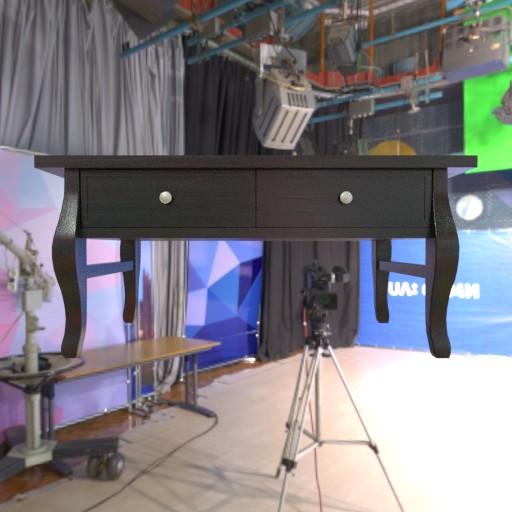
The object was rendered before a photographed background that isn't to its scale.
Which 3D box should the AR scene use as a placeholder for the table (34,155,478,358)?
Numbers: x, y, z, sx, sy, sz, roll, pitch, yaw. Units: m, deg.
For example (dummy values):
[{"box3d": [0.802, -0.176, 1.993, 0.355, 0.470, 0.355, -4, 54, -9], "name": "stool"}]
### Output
[{"box3d": [0.000, 0.000, 1.356, 1.062, 0.494, 0.600, 0, 1, 0], "name": "table"}]
